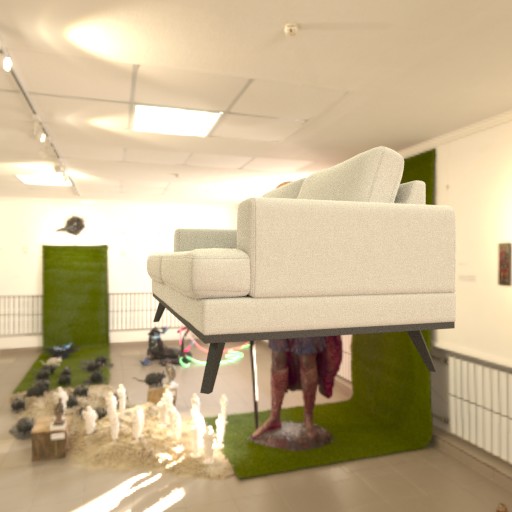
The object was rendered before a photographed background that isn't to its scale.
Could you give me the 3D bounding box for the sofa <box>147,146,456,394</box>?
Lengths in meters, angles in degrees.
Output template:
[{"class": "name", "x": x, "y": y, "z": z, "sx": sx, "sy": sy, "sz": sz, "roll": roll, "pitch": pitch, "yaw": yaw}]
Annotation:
[{"class": "sofa", "x": 0.000, "y": 0.000, "z": 2.152, "sx": 0.920, "sy": 0.810, "sz": 1.650, "roll": 0, "pitch": 0, "yaw": -18}]
